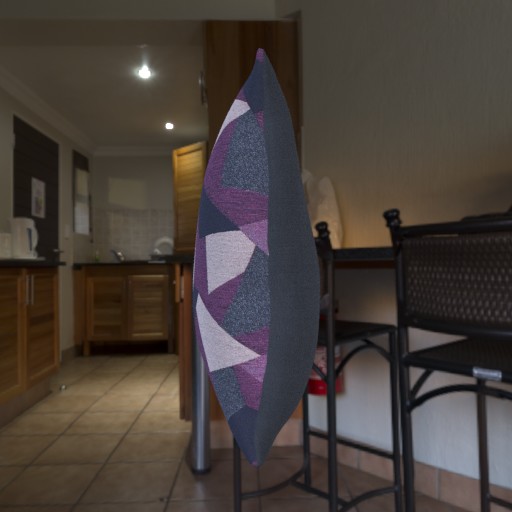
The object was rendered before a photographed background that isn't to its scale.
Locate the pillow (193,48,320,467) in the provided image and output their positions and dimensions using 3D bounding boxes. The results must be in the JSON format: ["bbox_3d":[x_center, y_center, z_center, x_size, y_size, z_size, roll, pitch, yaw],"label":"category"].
[{"bbox_3d":[0.000,0.000,0.760,0.208,0.496,0.503,0,0,1],"label":"pillow"}]
